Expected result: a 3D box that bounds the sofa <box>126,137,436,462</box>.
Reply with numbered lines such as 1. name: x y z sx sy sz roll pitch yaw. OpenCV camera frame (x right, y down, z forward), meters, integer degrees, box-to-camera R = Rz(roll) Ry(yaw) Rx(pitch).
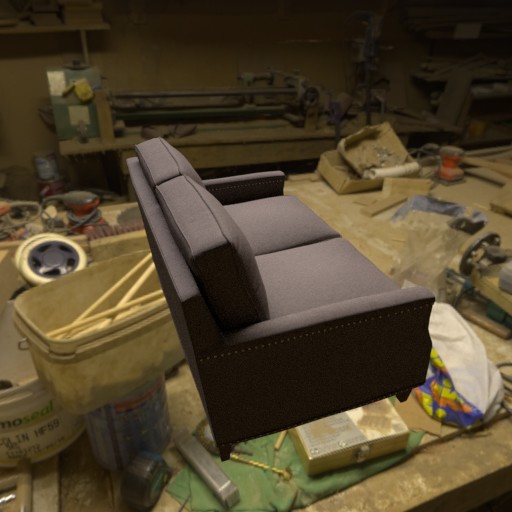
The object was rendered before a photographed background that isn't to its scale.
1. sofa: 0.000 0.000 2.310 1.084 1.003 1.597 -11 32 -18
